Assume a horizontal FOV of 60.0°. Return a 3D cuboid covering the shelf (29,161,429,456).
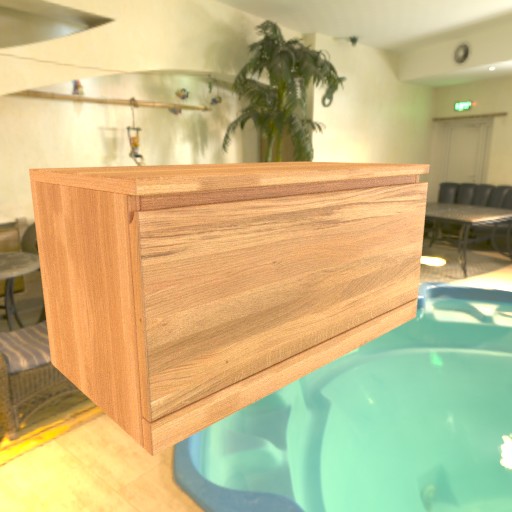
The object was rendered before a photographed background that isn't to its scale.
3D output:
[{"bbox_3d":[0.000,0.000,1.007,0.800,0.400,0.400,-13,18,-42],"label":"shelf"}]
